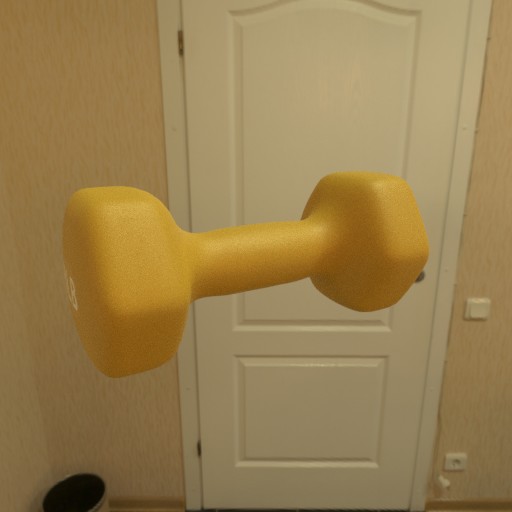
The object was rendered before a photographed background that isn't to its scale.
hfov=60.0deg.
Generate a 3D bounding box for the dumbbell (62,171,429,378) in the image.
[{"bbox_3d":[0.000,0.000,0.240,0.190,0.082,0.090,-9,19,-27],"label":"dumbbell"}]
